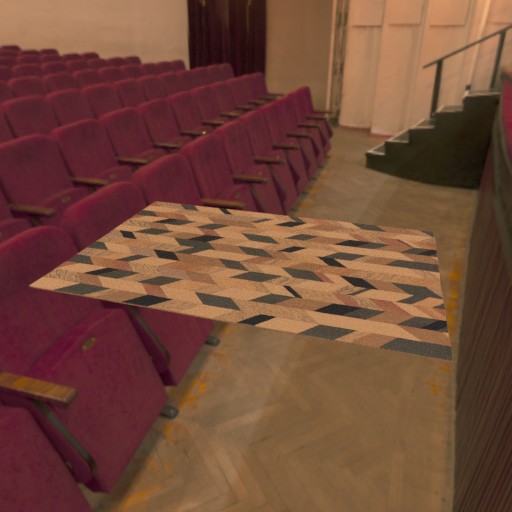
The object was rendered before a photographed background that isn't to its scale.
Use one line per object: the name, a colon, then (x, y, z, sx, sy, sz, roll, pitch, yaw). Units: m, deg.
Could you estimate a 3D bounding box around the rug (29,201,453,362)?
rug: (0.000, 0.000, 2.305, 1.813, 0.006, 1.202, 8, 28, 15)
